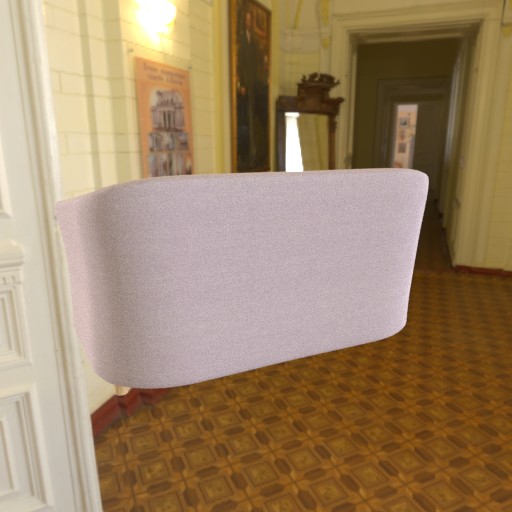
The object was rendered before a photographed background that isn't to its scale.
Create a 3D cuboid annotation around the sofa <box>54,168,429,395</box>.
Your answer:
[{"bbox_3d":[0.000,0.000,1.813,1.452,0.721,0.705,-7,16,-24],"label":"sofa"}]
